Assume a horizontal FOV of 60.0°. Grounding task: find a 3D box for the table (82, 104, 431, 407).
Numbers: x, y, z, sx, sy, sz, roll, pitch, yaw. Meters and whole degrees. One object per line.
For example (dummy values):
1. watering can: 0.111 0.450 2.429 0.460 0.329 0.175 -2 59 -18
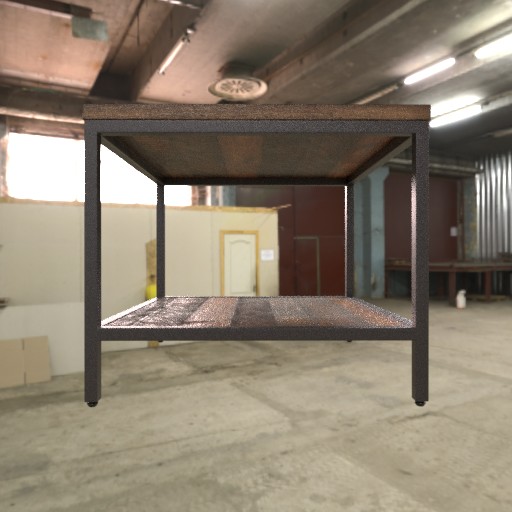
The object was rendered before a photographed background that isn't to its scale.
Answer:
1. table: 0.000 0.000 0.975 0.553 0.482 0.548 0 0 0
